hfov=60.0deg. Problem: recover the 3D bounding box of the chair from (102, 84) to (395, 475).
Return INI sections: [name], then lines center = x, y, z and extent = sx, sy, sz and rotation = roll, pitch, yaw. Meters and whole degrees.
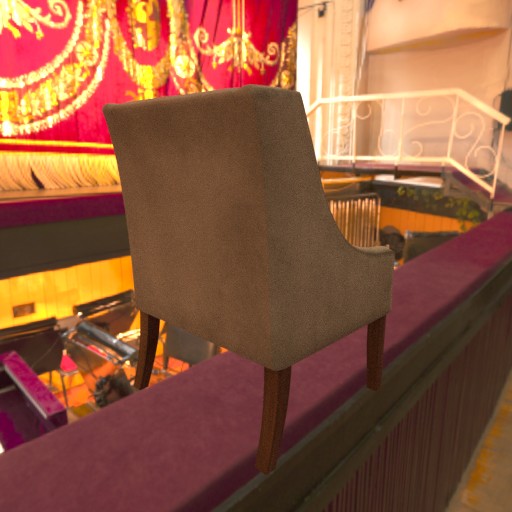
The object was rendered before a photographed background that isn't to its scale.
[chair]
center = 0.000, 0.000, 1.356
extent = 0.629, 0.895, 0.629
rotation = 13, 19, 42
